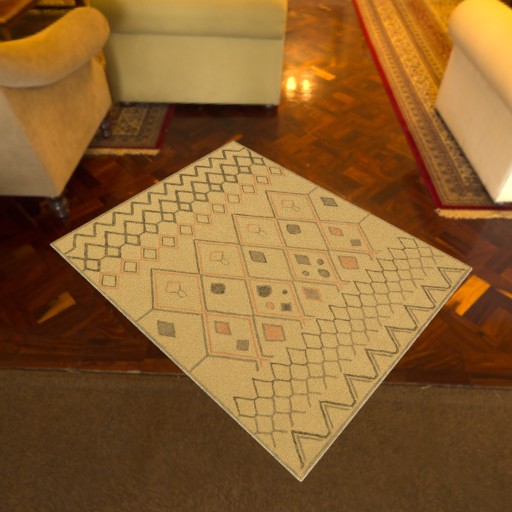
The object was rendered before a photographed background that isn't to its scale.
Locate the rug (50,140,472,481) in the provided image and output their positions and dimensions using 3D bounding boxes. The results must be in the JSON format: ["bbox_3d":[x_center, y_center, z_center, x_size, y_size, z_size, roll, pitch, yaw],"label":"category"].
[{"bbox_3d":[0.000,0.000,4.082,3.050,0.016,2.441,34,56,28],"label":"rug"}]
